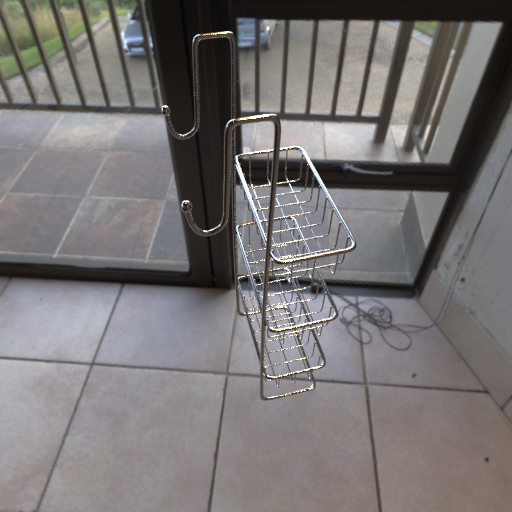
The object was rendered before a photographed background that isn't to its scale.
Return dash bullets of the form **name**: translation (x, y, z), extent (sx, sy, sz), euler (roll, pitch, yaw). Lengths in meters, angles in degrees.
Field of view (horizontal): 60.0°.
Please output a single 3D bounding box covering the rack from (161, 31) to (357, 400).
- **rack**: translation (0.000, 0.000, 0.666), extent (0.202, 0.574, 0.228), euler (-10, 48, -9)
